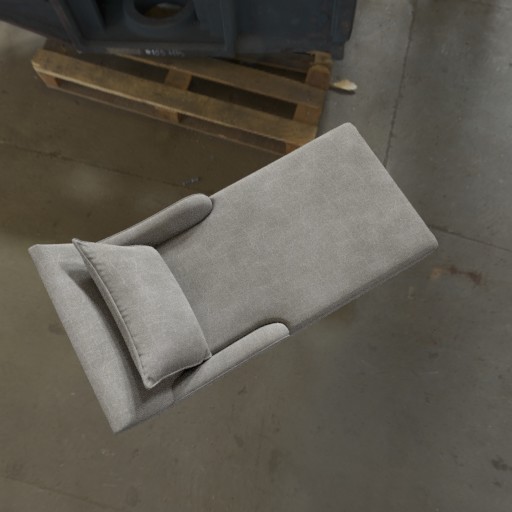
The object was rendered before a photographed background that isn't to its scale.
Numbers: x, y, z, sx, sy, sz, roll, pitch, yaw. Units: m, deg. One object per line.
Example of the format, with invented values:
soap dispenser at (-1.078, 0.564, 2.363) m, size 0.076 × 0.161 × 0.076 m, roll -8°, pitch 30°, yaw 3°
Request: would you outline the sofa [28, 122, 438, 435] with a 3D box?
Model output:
sofa at (0.000, 0.000, 2.301) m, size 1.779 × 0.859 × 0.894 m, roll -29°, pitch 77°, yaw -8°
